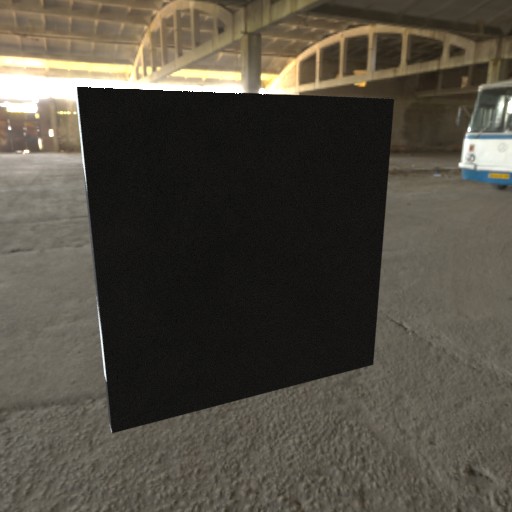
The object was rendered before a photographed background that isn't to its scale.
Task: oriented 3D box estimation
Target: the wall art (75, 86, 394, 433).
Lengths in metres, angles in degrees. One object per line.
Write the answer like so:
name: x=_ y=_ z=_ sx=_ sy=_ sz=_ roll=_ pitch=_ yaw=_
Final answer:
wall art: x=0.000 y=0.000 z=1.111 sx=0.765 sy=0.765 sz=0.046 roll=-7 pitch=17 yaw=-24
